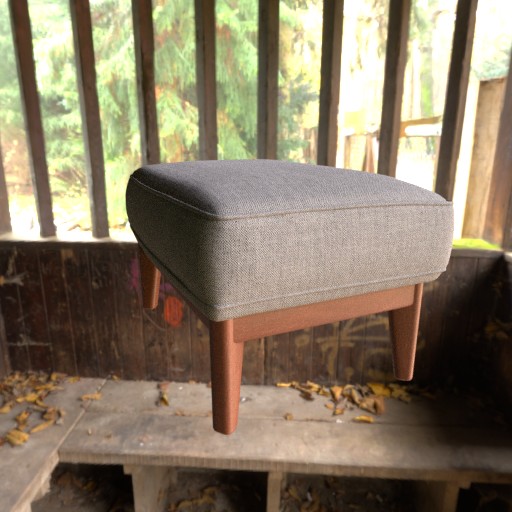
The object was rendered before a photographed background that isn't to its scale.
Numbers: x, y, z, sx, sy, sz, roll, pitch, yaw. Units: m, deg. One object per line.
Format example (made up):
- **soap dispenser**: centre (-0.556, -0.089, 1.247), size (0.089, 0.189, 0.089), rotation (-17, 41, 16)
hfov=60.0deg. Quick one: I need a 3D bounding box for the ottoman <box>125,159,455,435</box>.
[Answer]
- **ottoman**: centre (0.000, 0.000, 1.122), size (0.555, 0.458, 0.750), rotation (-7, 17, -24)
